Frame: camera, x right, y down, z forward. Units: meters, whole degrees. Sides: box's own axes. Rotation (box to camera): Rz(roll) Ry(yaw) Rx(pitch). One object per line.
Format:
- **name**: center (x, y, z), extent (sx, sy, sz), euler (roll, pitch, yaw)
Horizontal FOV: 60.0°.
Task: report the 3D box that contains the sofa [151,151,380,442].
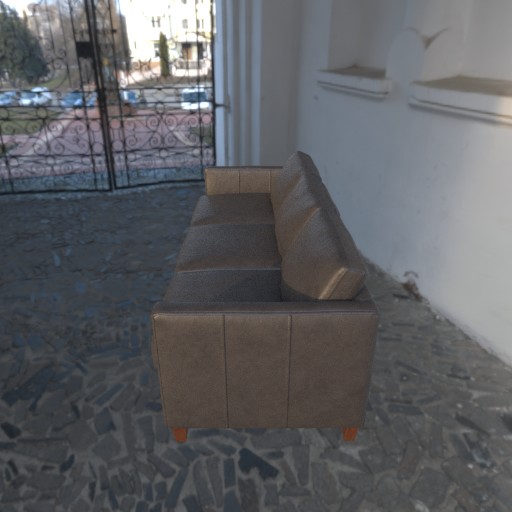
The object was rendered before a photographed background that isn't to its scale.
- **sofa**: center (0.000, 0.000, 3.081), extent (1.045, 1.006, 2.464), euler (0, 26, 0)
